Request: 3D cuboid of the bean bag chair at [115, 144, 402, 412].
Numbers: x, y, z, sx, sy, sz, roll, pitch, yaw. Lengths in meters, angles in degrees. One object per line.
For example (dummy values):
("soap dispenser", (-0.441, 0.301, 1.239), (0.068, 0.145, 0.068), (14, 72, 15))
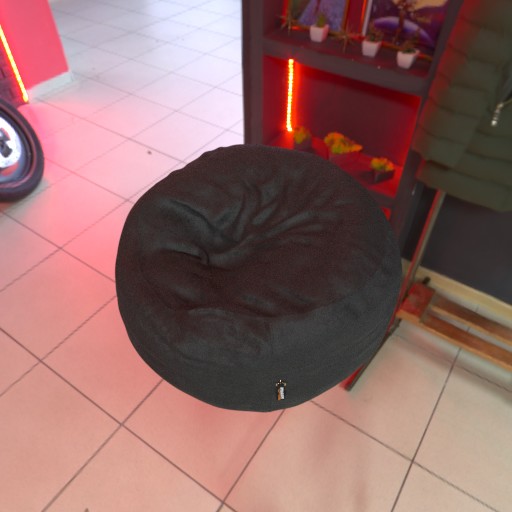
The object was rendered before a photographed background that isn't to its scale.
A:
("bean bag chair", (0.000, 0.000, 2.411), (1.525, 0.751, 1.525), (0, 46, 0))
